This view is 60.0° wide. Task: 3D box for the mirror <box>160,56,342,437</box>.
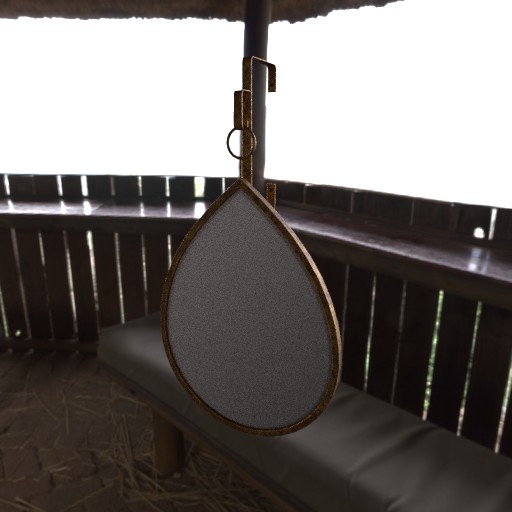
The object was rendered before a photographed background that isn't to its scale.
[{"bbox_3d":[0.000,0.000,0.906,0.405,0.744,0.144,7,17,26],"label":"mirror"}]
